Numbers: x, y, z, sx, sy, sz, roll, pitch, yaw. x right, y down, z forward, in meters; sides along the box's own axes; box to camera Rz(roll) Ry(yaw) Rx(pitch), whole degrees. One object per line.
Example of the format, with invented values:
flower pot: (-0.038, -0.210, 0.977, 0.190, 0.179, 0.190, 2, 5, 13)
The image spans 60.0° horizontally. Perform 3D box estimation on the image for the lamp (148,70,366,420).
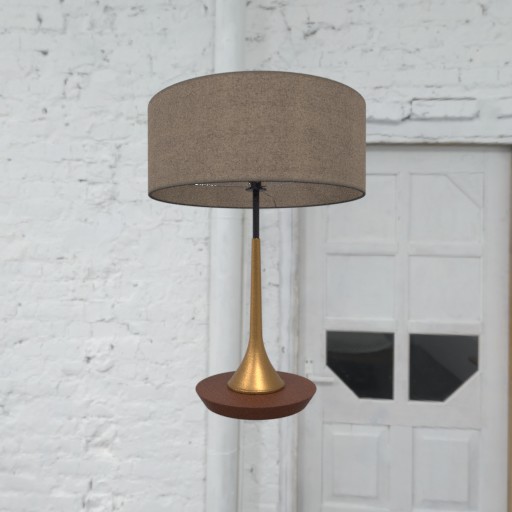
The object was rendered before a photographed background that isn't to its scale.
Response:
lamp: (0.000, 0.000, 0.837, 0.396, 0.551, 0.417, 0, 1, -18)
